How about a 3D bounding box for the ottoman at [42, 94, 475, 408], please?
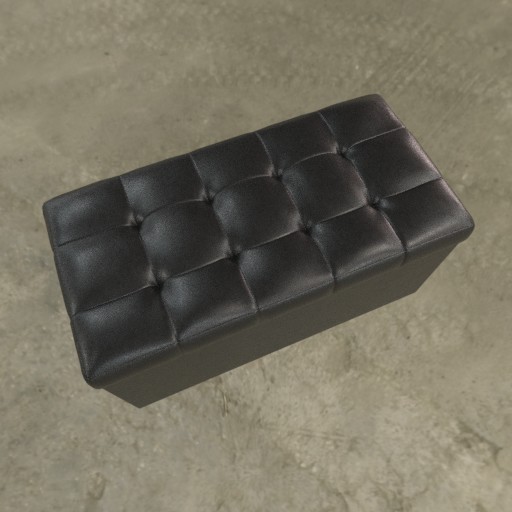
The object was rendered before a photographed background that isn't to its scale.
[{"bbox_3d":[0.000,0.000,1.117,0.838,0.470,0.432,-21,66,-10],"label":"ottoman"}]
